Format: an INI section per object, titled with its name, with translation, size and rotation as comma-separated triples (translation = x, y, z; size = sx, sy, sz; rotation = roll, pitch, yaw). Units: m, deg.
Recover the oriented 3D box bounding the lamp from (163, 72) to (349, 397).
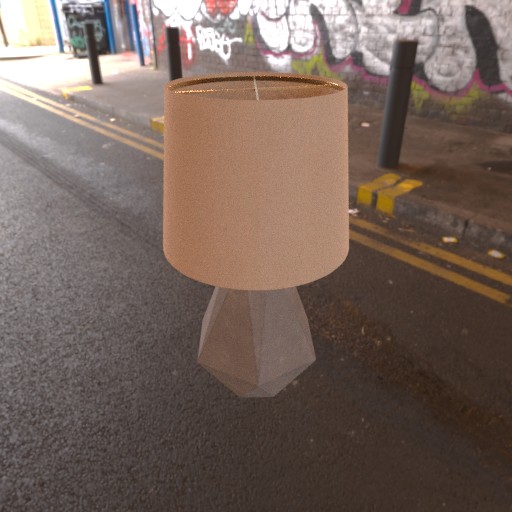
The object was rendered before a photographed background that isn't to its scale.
[lamp]
translation = 0.000, 0.000, 0.684
size = 0.276, 0.501, 0.276
rotation = 0, 29, 0
